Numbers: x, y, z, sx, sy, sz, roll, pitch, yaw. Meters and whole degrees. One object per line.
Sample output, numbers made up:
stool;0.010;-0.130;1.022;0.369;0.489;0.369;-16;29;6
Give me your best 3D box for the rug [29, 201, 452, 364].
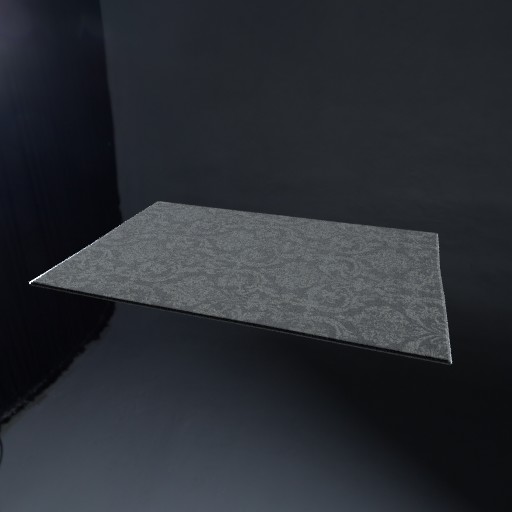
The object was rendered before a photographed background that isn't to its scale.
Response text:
rug;0.000;0.000;3.478;2.746;0.018;1.819;8;27;16
